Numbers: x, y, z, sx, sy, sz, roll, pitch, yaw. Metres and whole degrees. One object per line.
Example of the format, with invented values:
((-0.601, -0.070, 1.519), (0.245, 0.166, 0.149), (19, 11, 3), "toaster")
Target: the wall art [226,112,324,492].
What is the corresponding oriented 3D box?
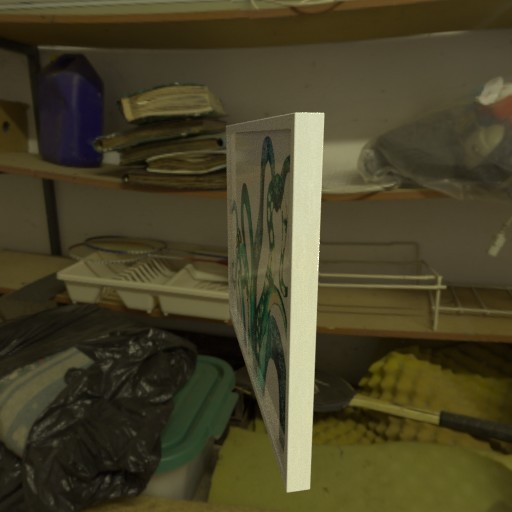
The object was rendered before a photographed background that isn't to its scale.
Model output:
((0.000, 0.000, 1.360), (0.053, 0.787, 1.041), (-3, 15, -10), "wall art")
